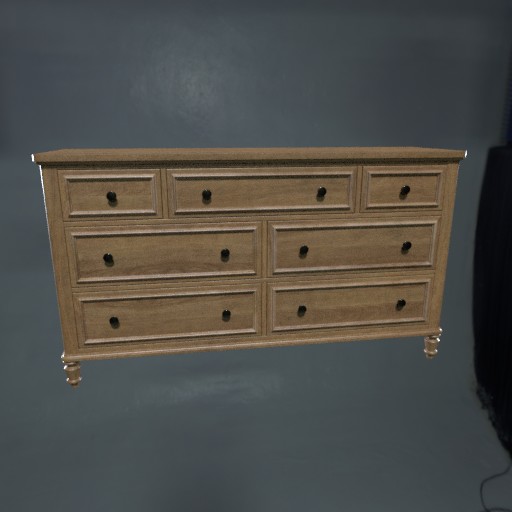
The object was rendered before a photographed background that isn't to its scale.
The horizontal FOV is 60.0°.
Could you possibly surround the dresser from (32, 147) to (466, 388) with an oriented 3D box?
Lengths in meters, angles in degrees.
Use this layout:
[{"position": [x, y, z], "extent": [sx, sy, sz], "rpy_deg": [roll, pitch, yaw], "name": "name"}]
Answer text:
[{"position": [0.000, 0.000, 1.917], "extent": [1.583, 0.892, 0.468], "rpy_deg": [-2, 16, -8], "name": "dresser"}]
